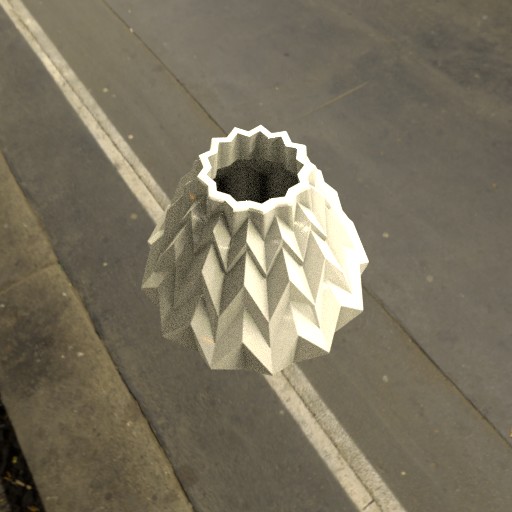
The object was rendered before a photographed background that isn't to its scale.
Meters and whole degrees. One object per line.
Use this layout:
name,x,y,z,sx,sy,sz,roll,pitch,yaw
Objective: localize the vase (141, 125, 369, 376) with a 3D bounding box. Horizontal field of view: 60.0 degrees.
vase,0.000,0.000,0.314,0.164,0.185,0.164,0,58,0
